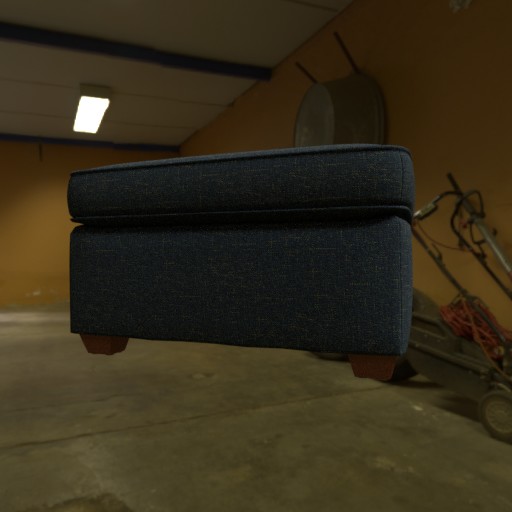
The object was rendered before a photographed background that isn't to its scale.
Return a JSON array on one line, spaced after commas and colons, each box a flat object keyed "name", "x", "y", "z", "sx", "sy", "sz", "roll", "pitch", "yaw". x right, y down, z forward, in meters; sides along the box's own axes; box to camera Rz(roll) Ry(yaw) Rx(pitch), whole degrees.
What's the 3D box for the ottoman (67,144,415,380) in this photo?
[{"name": "ottoman", "x": 0.000, "y": 0.000, "z": 1.108, "sx": 0.749, "sy": 0.450, "sz": 0.549, "roll": 0, "pitch": 0, "yaw": 20}]
